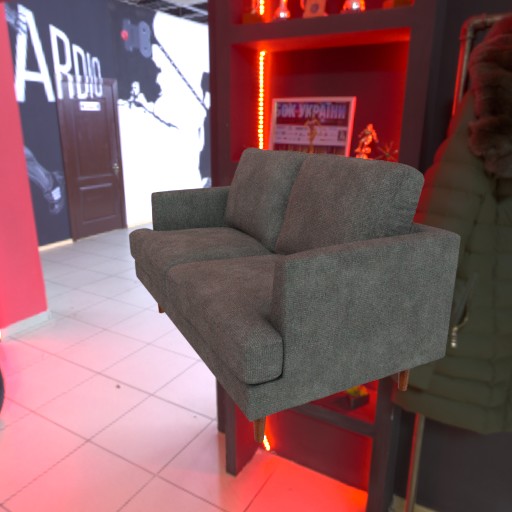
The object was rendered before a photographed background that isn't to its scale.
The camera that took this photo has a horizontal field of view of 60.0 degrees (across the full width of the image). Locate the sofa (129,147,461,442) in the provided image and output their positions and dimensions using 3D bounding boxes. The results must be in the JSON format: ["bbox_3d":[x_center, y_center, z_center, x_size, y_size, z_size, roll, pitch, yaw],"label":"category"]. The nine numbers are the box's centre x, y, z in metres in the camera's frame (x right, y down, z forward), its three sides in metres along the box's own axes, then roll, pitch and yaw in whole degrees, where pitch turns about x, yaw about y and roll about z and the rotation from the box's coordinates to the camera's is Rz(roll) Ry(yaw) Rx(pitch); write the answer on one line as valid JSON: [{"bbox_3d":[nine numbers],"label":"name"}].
[{"bbox_3d":[0.000,0.000,2.129,0.903,0.956,1.582,-8,19,-26],"label":"sofa"}]
